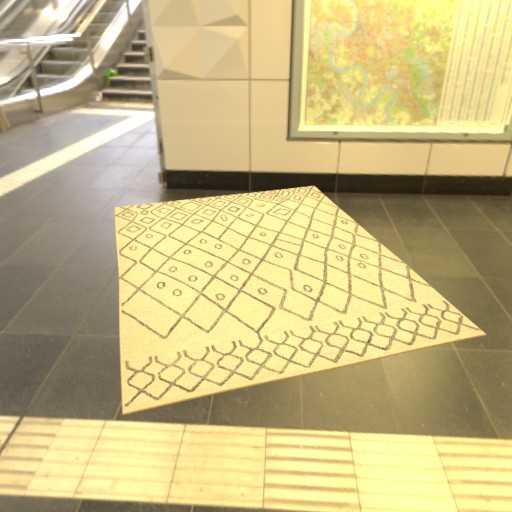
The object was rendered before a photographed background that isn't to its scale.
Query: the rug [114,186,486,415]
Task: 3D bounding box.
[{"bbox_3d":[0.000,0.000,4.037,2.446,0.015,3.046,-8,30,-14],"label":"rug"}]
